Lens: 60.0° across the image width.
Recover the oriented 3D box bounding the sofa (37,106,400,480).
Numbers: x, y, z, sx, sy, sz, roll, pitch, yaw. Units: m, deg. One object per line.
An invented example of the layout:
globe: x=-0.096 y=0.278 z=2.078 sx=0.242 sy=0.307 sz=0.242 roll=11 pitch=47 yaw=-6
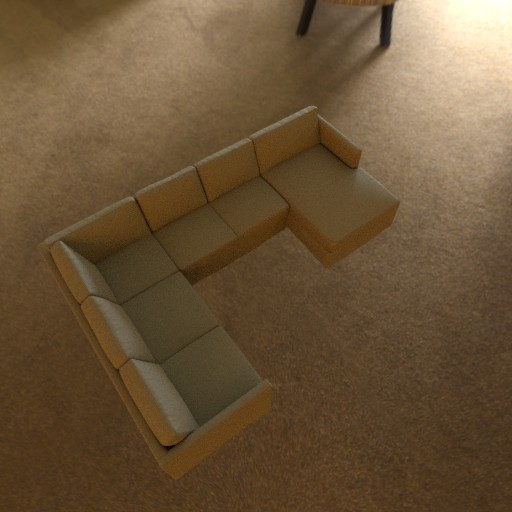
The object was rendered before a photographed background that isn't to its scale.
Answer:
sofa: x=0.000 y=0.000 z=4.473 sx=3.460 sy=0.882 sz=2.427 roll=-32 pitch=62 yaw=-19
